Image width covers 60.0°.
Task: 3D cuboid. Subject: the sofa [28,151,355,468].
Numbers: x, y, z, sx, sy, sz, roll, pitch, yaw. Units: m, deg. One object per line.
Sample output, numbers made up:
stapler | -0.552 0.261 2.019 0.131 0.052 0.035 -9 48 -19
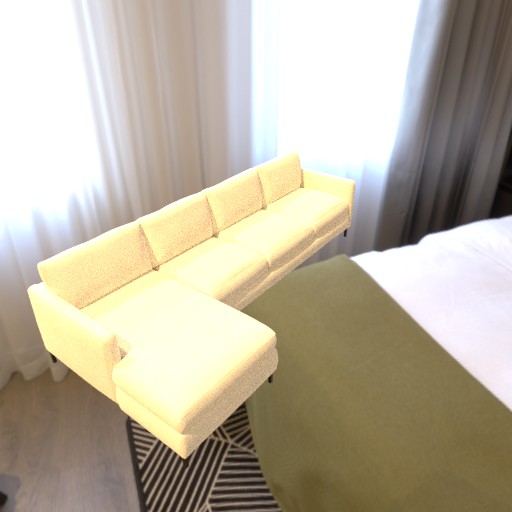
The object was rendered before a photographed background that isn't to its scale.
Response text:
sofa | 0.000 0.000 3.728 1.467 0.875 3.186 21 37 31
